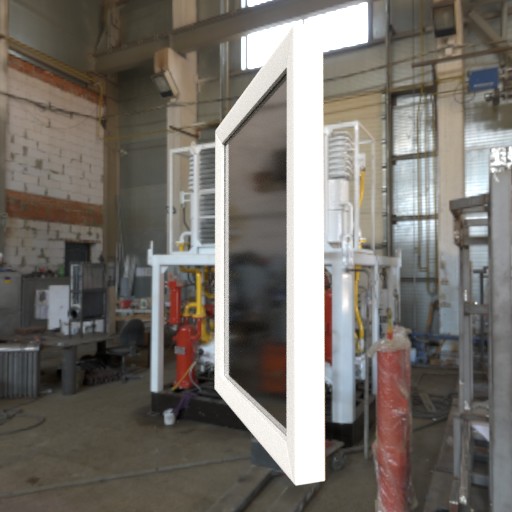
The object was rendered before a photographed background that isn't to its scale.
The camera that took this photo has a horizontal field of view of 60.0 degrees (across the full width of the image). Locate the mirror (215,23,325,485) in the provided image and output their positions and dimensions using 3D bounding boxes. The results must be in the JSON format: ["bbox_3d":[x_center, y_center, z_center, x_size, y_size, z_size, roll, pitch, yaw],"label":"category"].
[{"bbox_3d":[0.000,0.000,0.684,0.041,0.508,0.405,1,-2,-18],"label":"mirror"}]
